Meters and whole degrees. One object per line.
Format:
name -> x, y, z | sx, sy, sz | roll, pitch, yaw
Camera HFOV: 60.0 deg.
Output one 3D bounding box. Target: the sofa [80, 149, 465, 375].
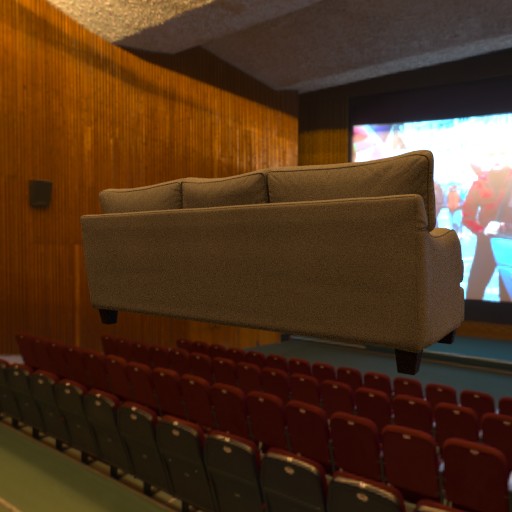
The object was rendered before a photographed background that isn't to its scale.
sofa -> 0.000, 0.000, 2.837 | 2.323, 0.991, 1.016 | 1, 2, 35
